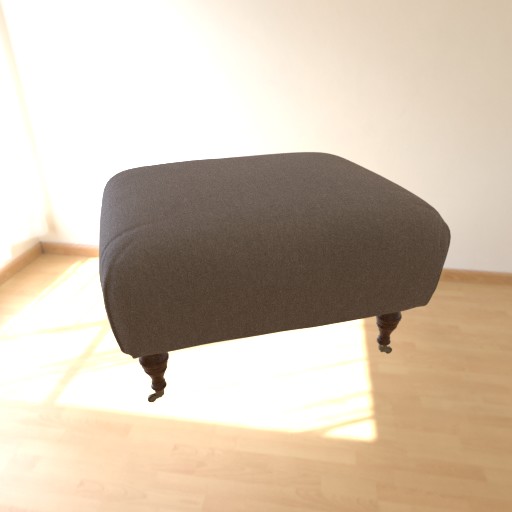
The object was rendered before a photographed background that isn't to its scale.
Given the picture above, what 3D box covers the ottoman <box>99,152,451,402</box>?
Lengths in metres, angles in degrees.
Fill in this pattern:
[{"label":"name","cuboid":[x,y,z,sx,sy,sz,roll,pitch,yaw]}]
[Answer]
[{"label":"ottoman","cuboid":[0.000,0.000,1.159,0.747,0.450,0.622,-7,27,-15]}]
